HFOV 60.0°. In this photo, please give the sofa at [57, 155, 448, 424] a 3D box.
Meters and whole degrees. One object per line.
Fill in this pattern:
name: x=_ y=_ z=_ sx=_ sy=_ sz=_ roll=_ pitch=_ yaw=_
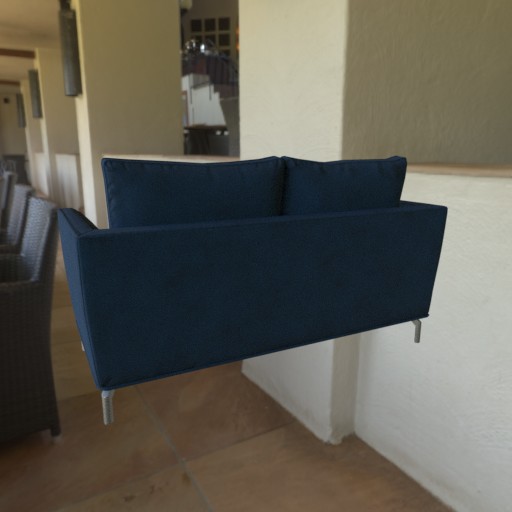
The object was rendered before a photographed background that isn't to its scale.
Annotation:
sofa: x=0.000 y=0.000 z=2.263 sx=1.770 sy=1.002 sz=0.853 roll=-7 pitch=15 yaw=-26
